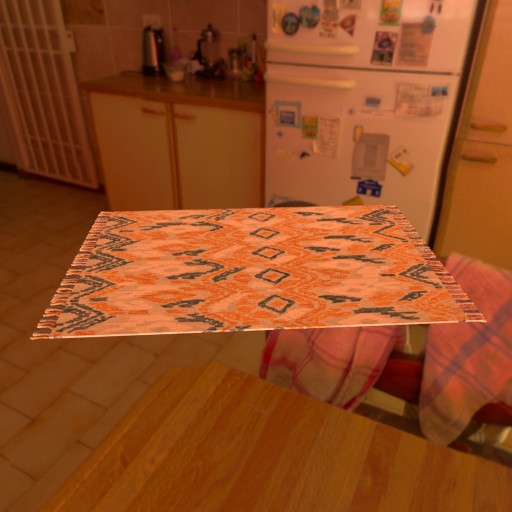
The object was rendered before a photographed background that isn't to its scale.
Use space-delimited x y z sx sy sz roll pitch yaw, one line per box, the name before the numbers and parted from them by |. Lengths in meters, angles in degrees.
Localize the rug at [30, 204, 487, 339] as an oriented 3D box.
rug | 0.000 0.000 2.994 2.428 0.010 1.533 -2 31 -3
